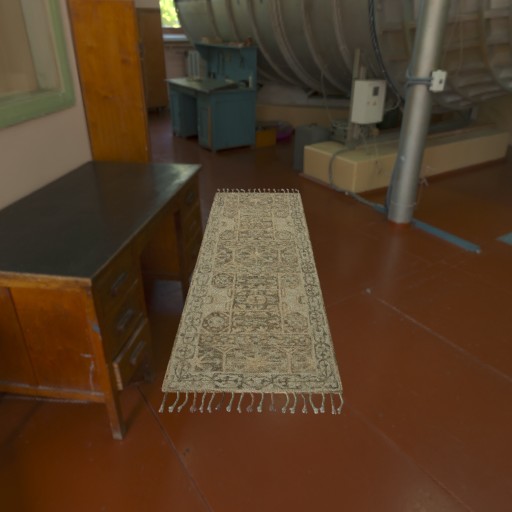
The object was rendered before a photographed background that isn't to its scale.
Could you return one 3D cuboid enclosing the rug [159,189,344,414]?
[{"bbox_3d":[0.000,0.000,2.933,0.762,0.011,2.664,0,28,1],"label":"rug"}]
